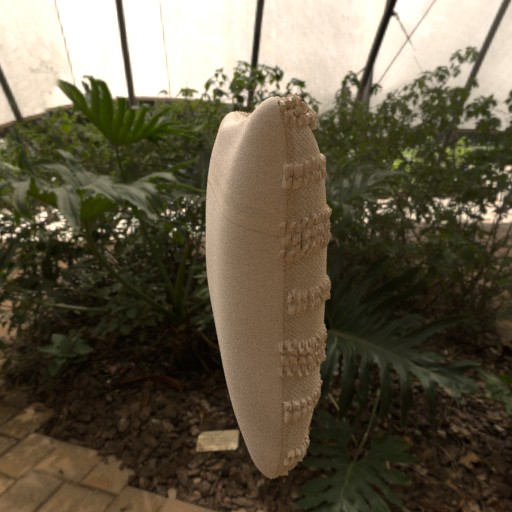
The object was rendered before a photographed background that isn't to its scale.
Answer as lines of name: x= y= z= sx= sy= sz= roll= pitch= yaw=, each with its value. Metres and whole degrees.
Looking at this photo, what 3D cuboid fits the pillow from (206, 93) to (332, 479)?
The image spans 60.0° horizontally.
pillow: x=0.000 y=0.000 z=0.651 sx=0.145 sy=0.427 sz=0.437 roll=-3 pitch=17 yaw=-9
